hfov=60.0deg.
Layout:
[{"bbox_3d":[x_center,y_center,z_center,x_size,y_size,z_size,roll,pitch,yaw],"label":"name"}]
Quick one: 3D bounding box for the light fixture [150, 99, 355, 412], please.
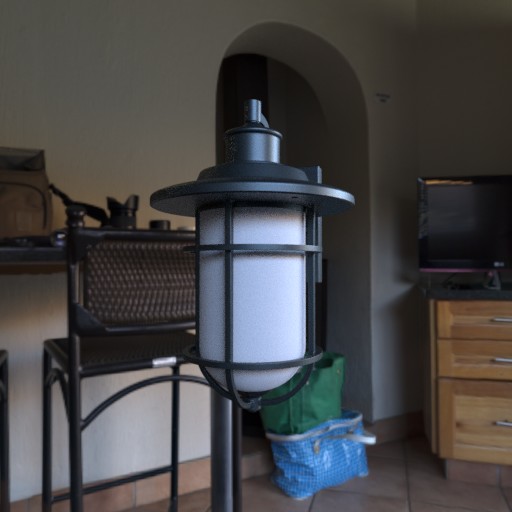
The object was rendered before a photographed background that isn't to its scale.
[{"bbox_3d":[0.000,0.000,0.505,0.222,0.345,0.252,-1,-2,19],"label":"light fixture"}]
